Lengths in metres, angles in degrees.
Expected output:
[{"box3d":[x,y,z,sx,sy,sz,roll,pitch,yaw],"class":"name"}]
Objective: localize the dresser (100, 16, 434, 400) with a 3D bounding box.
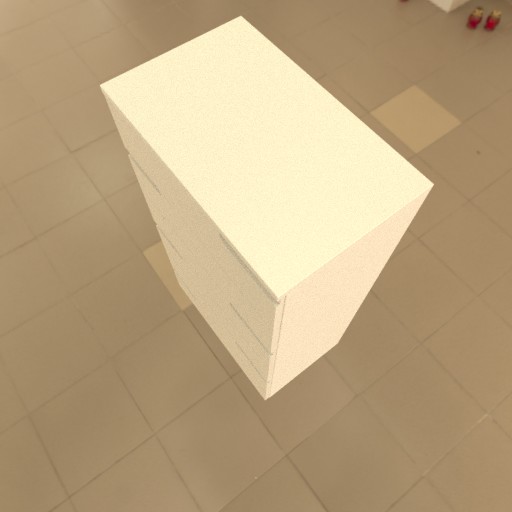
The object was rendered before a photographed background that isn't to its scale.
[{"box3d":[0.000,0.000,1.479,0.400,1.190,0.650,-34,68,-16],"class":"dresser"}]
